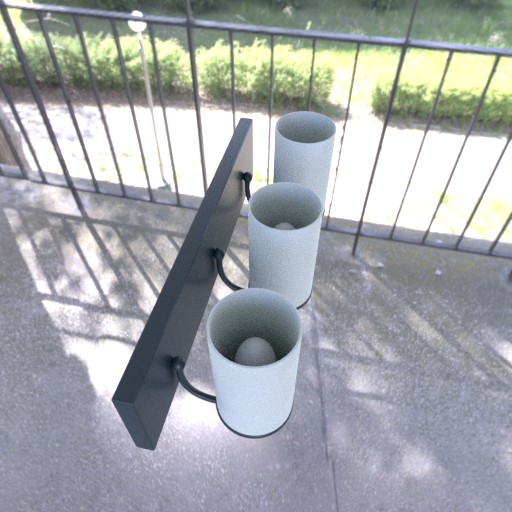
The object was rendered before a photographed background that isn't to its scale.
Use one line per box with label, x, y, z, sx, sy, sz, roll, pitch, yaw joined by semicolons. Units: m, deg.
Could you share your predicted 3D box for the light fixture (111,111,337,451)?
light fixture;0.000;0.000;0.535;0.145;0.172;0.451;9;48;8
